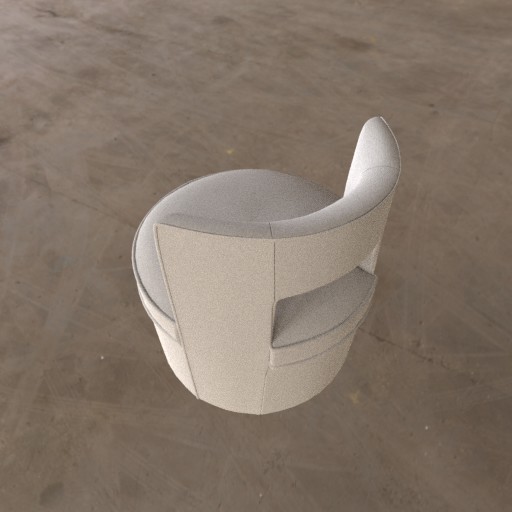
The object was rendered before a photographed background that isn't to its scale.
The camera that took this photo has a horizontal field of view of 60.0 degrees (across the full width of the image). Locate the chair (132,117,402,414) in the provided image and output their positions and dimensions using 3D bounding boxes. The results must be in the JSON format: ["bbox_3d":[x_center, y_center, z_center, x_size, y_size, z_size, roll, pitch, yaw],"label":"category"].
[{"bbox_3d":[0.000,0.000,1.221,0.650,0.723,0.665,-30,53,-26],"label":"chair"}]
